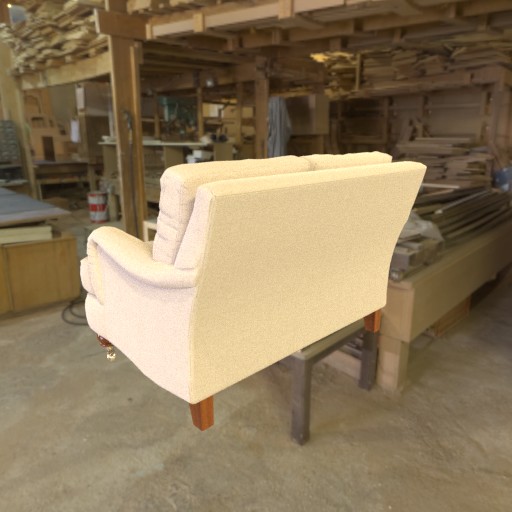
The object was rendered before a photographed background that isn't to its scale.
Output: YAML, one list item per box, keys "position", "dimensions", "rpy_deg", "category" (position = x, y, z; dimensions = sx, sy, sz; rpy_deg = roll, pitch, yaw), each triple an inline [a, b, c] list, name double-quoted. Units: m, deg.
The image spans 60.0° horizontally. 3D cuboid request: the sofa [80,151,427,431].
- position: [0.000, 0.000, 2.311]
  dimensions: [1.508, 1.048, 1.087]
  rpy_deg: [-15, 22, -42]
  category: "sofa"
